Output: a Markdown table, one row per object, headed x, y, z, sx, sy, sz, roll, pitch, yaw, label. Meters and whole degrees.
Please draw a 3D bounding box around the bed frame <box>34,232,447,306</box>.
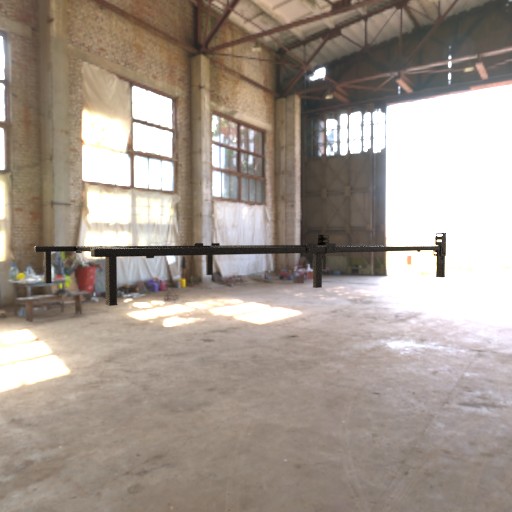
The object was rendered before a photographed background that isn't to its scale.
| x | y | z | sx | sy | sz | roll | pitch | yaw | label |
| --- | --- | --- | --- | --- | --- | --- | --- | --- | --- |
| 0.000 | 0.000 | 2.268 | 1.897 | 0.248 | 0.968 | -1 | 2 | -36 | bed frame |
